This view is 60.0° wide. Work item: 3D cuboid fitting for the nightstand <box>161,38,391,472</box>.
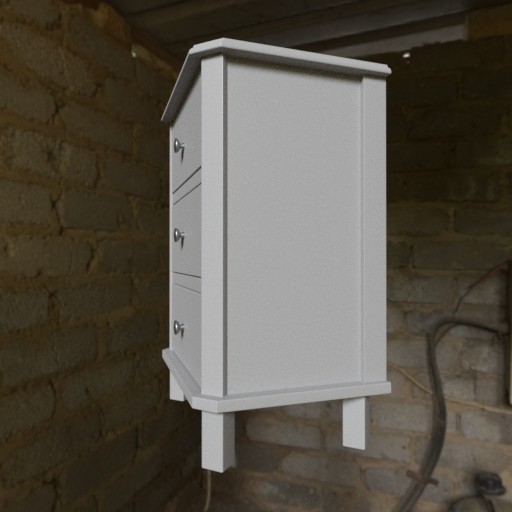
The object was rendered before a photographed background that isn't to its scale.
[{"bbox_3d":[0.000,0.000,0.934,0.350,0.680,0.450,0,0,-19],"label":"nightstand"}]
